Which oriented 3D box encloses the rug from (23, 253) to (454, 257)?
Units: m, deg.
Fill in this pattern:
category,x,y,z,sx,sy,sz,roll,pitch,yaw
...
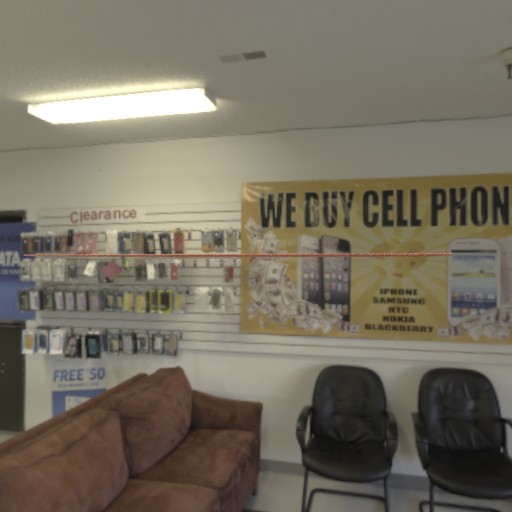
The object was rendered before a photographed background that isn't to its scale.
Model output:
category,x,y,z,sx,sy,sz,roll,pitch,yaw
rug,0.000,0.000,2.792,2.112,0.009,1.594,0,0,17
